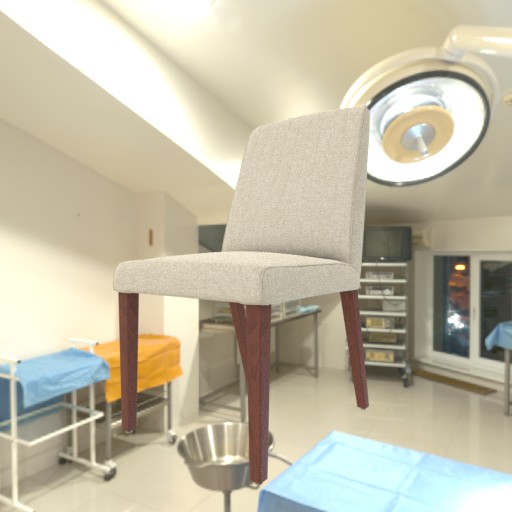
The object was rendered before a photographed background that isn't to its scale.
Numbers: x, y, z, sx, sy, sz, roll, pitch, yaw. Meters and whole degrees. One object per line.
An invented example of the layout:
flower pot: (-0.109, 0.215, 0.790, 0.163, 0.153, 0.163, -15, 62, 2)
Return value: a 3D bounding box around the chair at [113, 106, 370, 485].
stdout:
chair: (0.000, 0.000, 1.219, 0.480, 0.900, 0.594, 1, 1, 37)
